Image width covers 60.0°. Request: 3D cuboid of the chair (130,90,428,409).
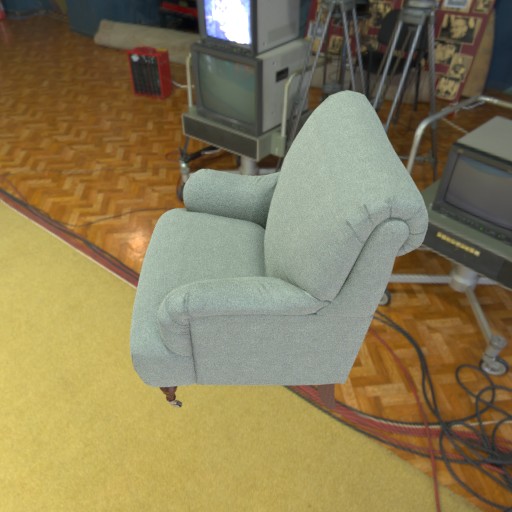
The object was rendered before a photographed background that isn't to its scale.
[{"bbox_3d":[0.000,0.000,1.987,1.060,1.178,0.964,0,40,-1],"label":"chair"}]
